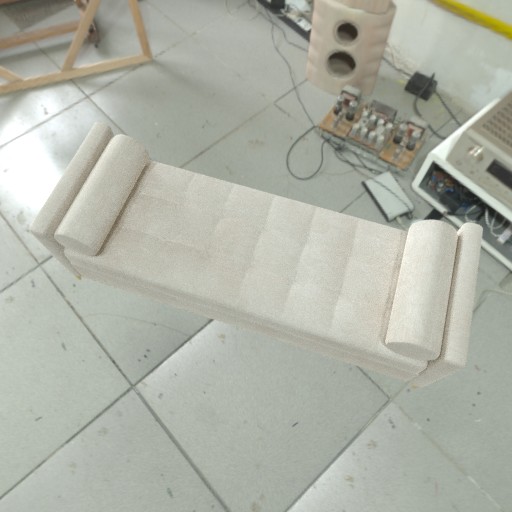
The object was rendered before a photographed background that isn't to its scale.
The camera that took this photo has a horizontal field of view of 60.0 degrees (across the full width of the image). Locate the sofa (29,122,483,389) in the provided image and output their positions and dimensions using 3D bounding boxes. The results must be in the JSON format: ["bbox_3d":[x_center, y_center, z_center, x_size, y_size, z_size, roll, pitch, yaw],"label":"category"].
[{"bbox_3d":[0.000,0.000,2.296,1.981,0.635,0.686,17,66,8],"label":"sofa"}]
